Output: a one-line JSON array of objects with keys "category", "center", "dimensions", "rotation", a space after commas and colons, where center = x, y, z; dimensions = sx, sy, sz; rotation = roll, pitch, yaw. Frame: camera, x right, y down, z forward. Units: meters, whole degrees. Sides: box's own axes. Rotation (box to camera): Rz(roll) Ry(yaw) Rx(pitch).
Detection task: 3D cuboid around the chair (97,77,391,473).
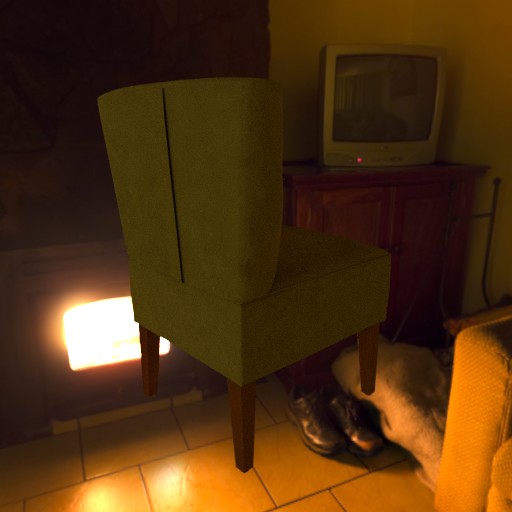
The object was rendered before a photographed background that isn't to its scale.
[{"category": "chair", "center": [0.000, 0.000, 1.135], "dimensions": [0.554, 0.806, 0.521], "rotation": [-16, 23, -42]}]
